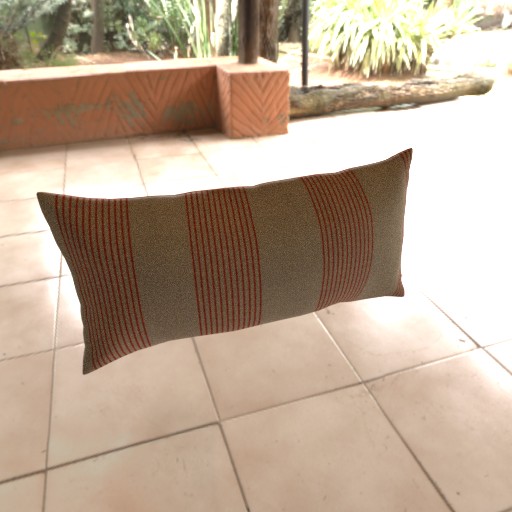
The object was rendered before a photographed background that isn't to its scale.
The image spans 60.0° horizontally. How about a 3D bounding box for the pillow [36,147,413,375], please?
[{"bbox_3d":[0.000,0.000,0.737,0.608,0.292,0.156,-11,33,-17],"label":"pillow"}]
